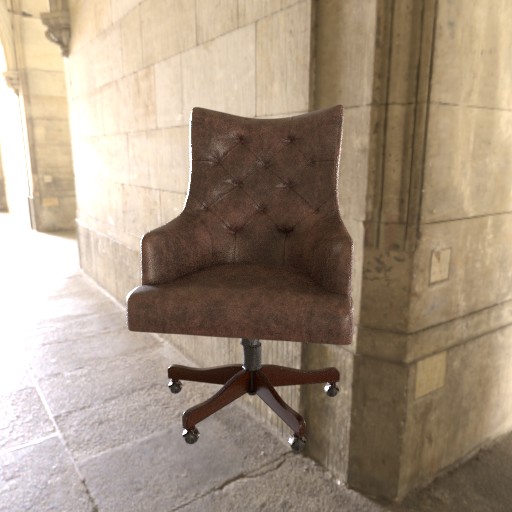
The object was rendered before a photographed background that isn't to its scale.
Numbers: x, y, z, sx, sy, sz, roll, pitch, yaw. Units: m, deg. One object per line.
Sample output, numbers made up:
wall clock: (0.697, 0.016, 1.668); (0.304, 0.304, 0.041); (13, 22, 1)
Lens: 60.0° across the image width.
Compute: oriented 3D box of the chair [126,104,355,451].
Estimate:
chair: (0.000, 0.000, 1.528); (0.641, 1.035, 0.762); (2, 13, 9)
